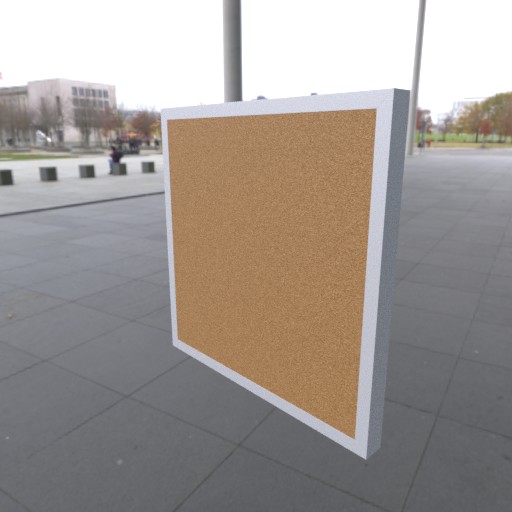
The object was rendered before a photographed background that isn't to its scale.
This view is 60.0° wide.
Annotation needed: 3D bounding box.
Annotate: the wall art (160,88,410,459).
[{"bbox_3d":[0.000,0.000,0.770,0.038,0.508,0.507,-14,20,-42],"label":"wall art"}]
